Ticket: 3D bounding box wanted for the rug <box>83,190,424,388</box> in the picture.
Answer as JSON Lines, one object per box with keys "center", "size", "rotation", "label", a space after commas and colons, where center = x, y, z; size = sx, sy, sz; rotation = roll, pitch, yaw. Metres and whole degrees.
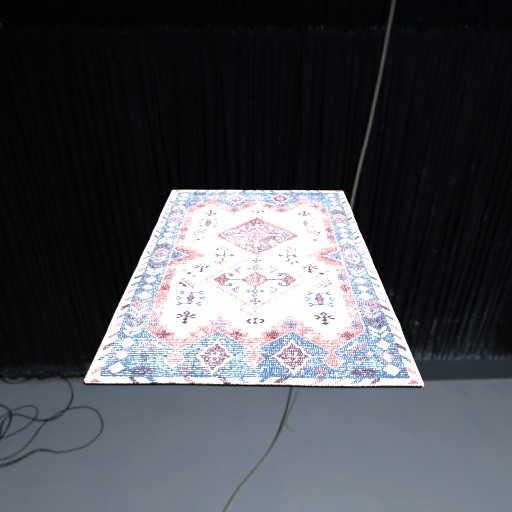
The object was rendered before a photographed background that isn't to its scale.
{"center": [0.000, 0.000, 2.368], "size": [1.225, 0.015, 1.840], "rotation": [0, 30, 1], "label": "rug"}
